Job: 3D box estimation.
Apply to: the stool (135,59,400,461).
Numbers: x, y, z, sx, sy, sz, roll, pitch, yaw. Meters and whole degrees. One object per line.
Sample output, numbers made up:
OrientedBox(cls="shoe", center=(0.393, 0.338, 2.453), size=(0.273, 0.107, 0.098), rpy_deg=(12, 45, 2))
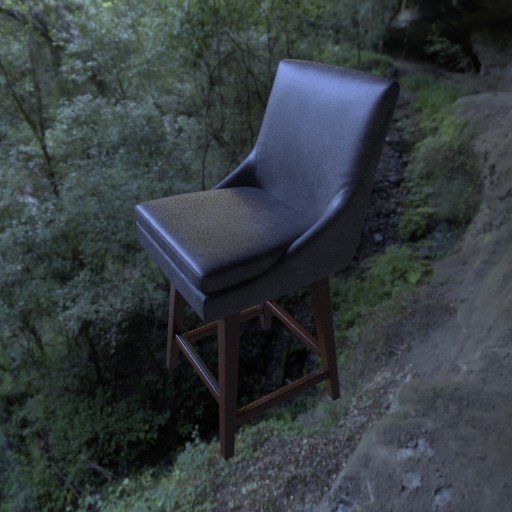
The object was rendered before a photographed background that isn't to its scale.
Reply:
OrientedBox(cls="stool", center=(0.000, 0.000, 1.365), size=(0.587, 1.046, 0.492), rpy_deg=(-18, 36, -27))
